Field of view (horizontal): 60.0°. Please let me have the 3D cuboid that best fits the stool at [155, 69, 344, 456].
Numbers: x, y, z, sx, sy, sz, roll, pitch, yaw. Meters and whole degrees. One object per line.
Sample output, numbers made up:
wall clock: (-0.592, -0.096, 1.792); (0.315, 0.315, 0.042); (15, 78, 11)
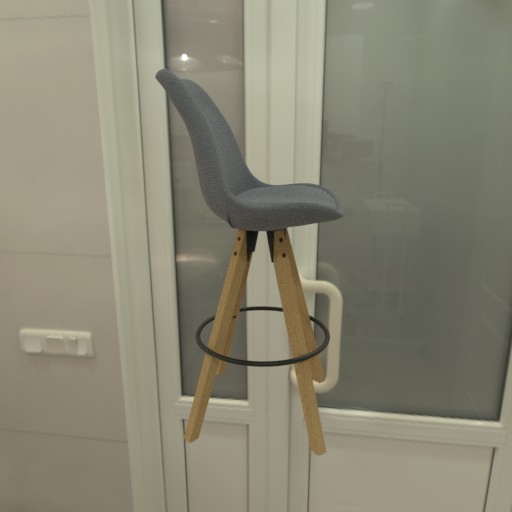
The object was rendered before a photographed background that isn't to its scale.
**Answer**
stool: (0.000, 0.000, 1.449); (0.550, 1.115, 0.485); (2, 15, 8)
